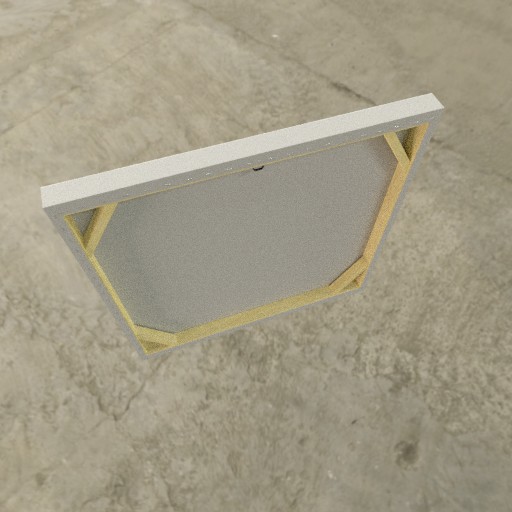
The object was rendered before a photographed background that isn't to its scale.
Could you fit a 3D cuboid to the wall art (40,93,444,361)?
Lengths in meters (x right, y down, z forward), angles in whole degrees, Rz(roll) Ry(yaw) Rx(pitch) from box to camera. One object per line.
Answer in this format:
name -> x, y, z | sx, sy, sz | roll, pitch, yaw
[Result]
wall art -> 0.000, 0.000, 0.906 | 0.610, 0.610, 0.038 | -16, 59, -10
